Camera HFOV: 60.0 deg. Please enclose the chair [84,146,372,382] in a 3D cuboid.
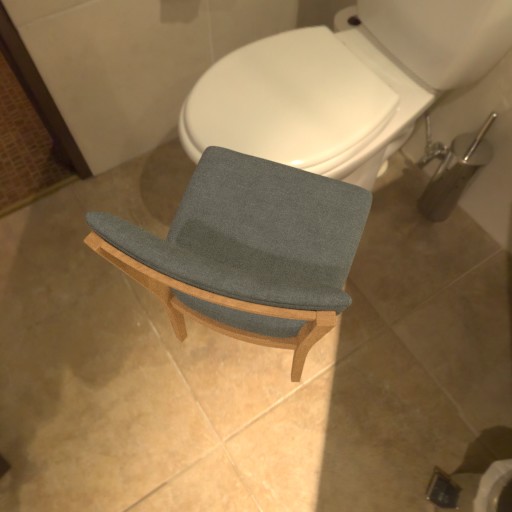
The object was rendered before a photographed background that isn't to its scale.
[{"bbox_3d":[0.000,0.000,1.197,0.508,0.832,0.572,18,65,9],"label":"chair"}]
